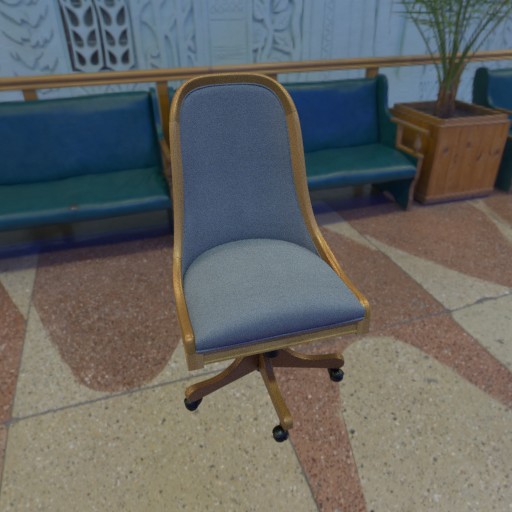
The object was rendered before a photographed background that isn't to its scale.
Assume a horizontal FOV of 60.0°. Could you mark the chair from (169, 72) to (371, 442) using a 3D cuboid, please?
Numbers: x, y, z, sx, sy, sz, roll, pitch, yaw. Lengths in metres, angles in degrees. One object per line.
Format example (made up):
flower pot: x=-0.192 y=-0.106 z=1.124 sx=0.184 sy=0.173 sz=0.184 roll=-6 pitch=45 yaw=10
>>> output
chair: x=0.000 y=0.000 z=1.485 sx=0.605 sy=1.031 sz=0.735 roll=-9 pitch=33 yaw=-14
